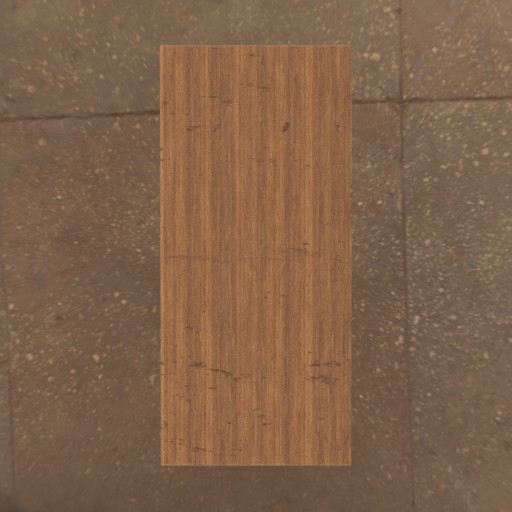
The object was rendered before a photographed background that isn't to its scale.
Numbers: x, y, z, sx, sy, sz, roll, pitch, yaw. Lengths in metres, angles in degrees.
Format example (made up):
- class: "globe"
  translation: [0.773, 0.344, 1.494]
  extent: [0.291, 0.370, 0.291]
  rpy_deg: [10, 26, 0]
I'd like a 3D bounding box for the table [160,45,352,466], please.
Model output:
- class: "table"
  translation: [0.000, 0.000, 2.692]
  extent: [1.000, 0.757, 2.200]
  rpy_deg: [0, 91, 0]
